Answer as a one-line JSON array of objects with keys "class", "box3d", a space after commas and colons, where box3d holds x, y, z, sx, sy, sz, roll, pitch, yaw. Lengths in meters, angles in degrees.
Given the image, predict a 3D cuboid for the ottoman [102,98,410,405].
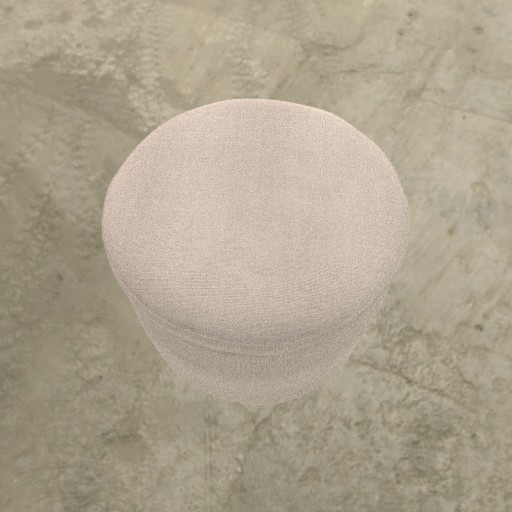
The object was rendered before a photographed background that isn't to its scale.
[{"class": "ottoman", "box3d": [0.000, 0.000, 0.863, 0.497, 0.409, 0.497, 0, 59, 0]}]
